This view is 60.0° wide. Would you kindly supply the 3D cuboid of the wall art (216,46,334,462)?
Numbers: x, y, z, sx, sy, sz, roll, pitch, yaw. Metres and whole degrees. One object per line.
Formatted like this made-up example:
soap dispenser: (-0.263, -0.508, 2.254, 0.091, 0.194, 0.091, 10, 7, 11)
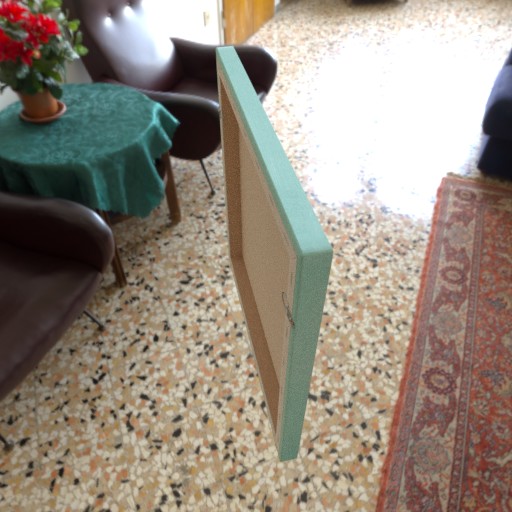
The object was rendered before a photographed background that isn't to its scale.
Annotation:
wall art: (0.000, 0.000, 1.142, 0.054, 0.766, 0.765, -9, 46, -9)
